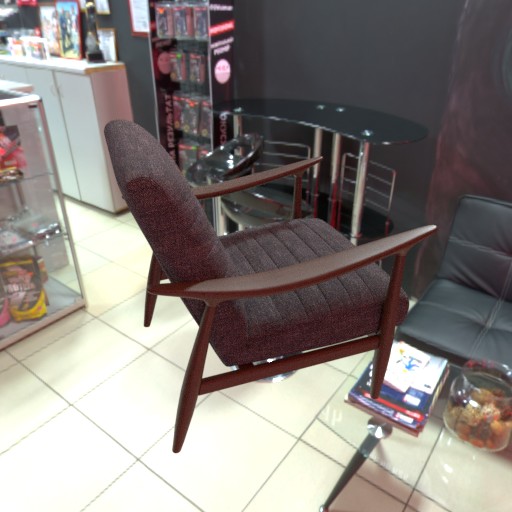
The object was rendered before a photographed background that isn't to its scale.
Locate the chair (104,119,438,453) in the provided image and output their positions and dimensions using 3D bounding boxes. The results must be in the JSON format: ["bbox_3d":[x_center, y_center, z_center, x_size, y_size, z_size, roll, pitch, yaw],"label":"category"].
[{"bbox_3d":[0.000,0.000,1.437,0.798,0.832,0.741,-10,31,-17],"label":"chair"}]
